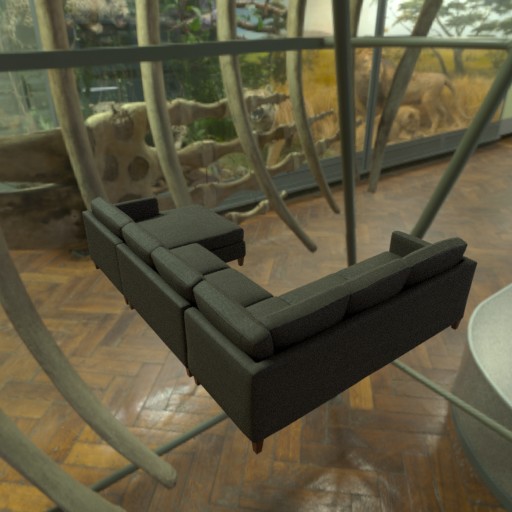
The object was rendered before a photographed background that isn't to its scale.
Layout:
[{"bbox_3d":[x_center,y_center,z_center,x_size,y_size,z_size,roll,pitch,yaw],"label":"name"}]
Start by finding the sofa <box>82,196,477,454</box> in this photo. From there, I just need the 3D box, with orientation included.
[{"bbox_3d":[0.000,0.000,4.735,2.594,0.961,3.460,-19,32,-32],"label":"sofa"}]
